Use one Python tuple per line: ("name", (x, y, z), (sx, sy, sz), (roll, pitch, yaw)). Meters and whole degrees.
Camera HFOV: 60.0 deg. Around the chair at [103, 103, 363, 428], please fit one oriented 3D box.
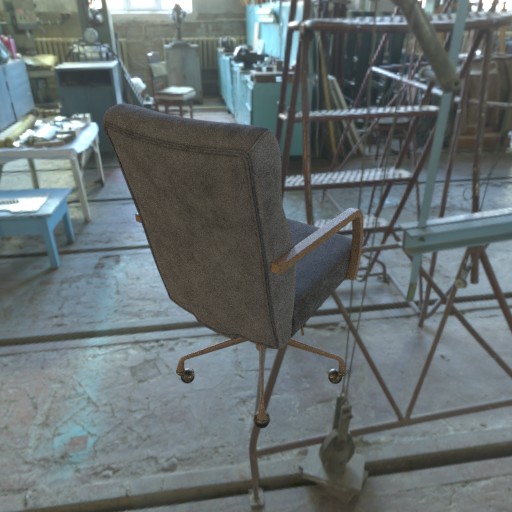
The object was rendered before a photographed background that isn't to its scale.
("chair", (0.000, 0.000, 1.496), (0.640, 1.029, 0.741), (20, 35, 31))
